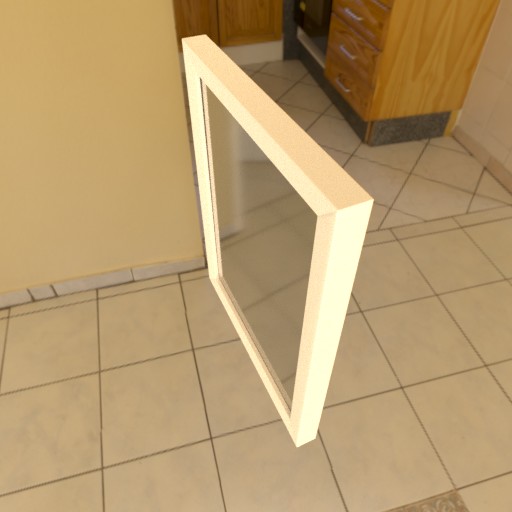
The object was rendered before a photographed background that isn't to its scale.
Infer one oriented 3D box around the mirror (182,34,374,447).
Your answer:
[{"bbox_3d":[0.000,0.000,0.678,0.041,0.508,0.405,-18,49,-17],"label":"mirror"}]
